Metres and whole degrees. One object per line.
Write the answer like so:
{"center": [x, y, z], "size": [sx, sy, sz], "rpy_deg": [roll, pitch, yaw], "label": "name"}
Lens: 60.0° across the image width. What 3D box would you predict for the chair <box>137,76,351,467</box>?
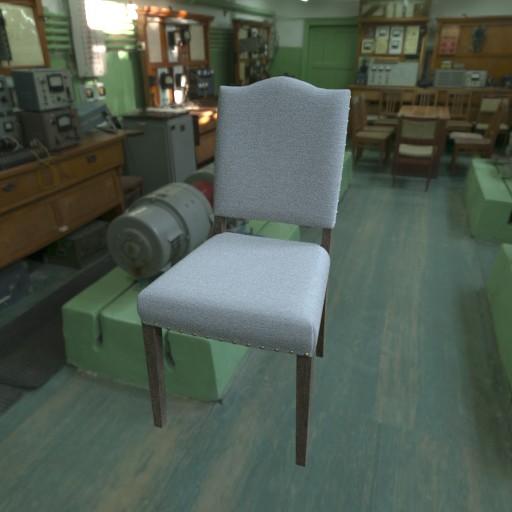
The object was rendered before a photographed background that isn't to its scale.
{"center": [0.000, 0.000, 1.396], "size": [0.508, 1.020, 0.620], "rpy_deg": [8, 27, 16], "label": "chair"}
